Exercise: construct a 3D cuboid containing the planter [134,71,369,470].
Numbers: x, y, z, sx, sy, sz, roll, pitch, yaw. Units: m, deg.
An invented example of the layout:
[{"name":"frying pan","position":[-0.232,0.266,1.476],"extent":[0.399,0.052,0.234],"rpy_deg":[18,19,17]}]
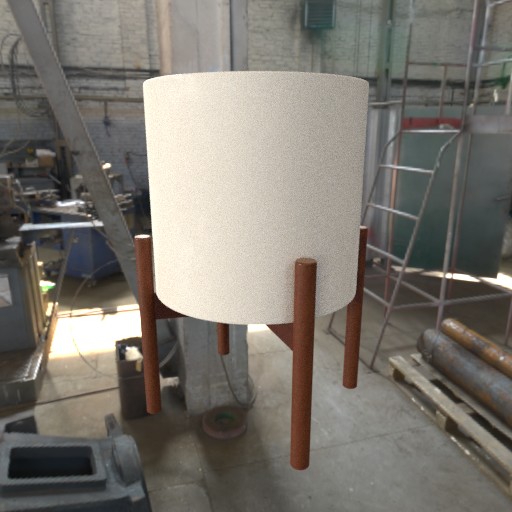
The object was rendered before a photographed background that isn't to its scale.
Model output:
[{"name":"planter","position":[0.000,0.000,0.931],"extent":[0.417,0.670,0.417],"rpy_deg":[8,17,27]}]
